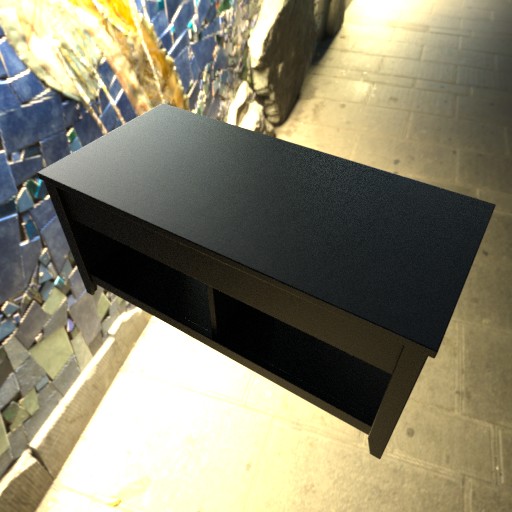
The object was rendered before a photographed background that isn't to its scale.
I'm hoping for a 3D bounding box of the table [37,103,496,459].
[{"bbox_3d":[0.000,0.000,1.236,1.016,0.457,0.483,23,48,23],"label":"table"}]
